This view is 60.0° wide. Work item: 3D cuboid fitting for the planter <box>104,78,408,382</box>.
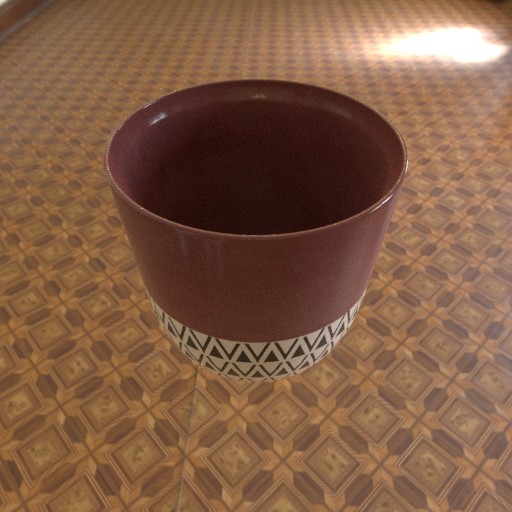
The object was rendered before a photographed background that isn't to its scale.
[{"bbox_3d":[0.000,0.000,0.365,0.195,0.214,0.195,0,44,0],"label":"planter"}]
